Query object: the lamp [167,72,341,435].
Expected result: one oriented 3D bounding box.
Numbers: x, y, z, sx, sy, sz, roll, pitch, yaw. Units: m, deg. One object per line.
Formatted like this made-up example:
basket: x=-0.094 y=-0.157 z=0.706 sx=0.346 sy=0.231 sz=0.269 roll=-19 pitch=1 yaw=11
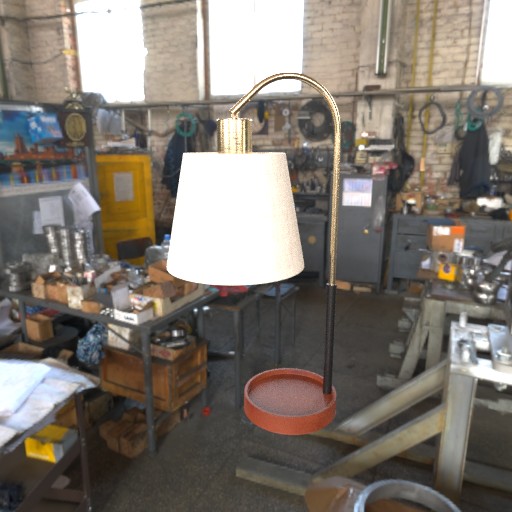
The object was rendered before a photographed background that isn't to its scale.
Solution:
lamp: x=0.000 y=0.000 z=0.688 sx=0.273 sy=0.536 sz=0.211 roll=-2 pitch=14 yaw=-8
